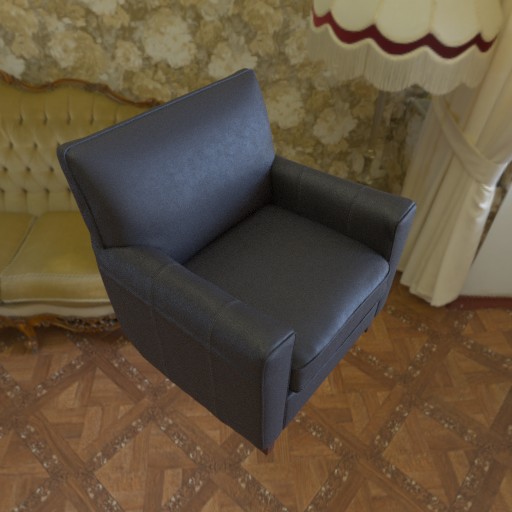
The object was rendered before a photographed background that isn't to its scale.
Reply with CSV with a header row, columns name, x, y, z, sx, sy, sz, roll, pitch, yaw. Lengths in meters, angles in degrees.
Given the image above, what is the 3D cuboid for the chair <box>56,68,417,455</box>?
name,x,y,z,sx,sy,sz,roll,pitch,yaw
chair,0.000,0.000,1.586,0.825,0.943,0.870,29,50,28
